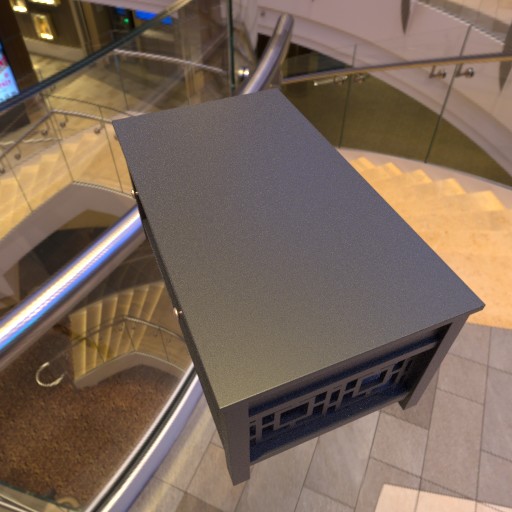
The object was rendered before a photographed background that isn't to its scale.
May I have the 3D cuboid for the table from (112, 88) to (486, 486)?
[{"bbox_3d":[0.000,0.000,1.376,0.612,0.493,1.068,-17,49,-15],"label":"table"}]
